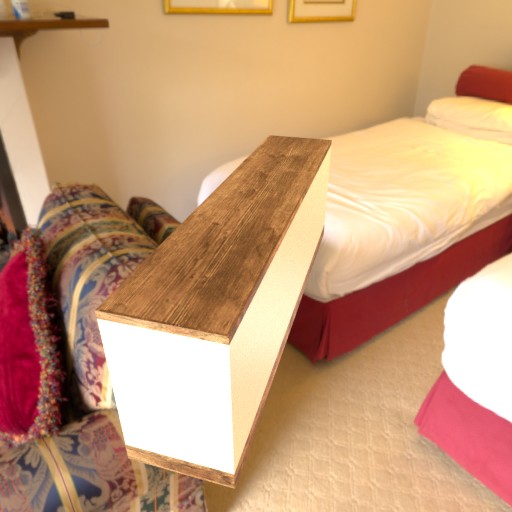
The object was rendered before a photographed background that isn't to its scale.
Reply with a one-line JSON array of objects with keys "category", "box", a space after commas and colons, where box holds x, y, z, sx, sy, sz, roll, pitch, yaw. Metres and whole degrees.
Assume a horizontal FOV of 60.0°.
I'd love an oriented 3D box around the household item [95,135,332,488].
[{"category": "household item", "box": [0.000, 0.000, 2.024, 0.390, 0.615, 1.800, 8, 31, 14]}]
